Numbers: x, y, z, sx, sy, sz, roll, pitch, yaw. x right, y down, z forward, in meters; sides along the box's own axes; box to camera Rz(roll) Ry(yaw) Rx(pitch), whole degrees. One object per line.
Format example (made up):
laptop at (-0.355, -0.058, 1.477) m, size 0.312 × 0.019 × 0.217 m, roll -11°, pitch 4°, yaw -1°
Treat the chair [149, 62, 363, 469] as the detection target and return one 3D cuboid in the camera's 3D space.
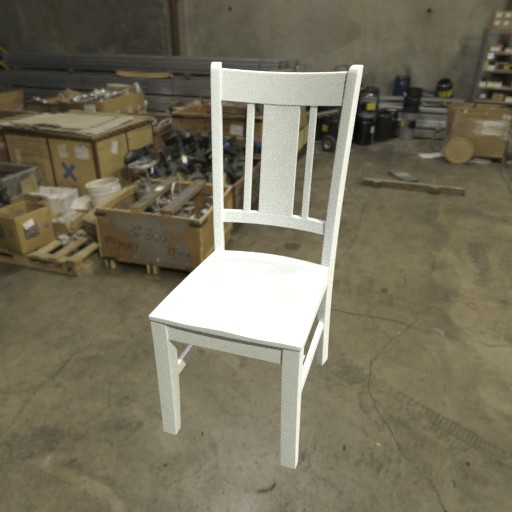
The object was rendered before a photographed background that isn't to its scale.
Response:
chair at (0.000, 0.000, 1.284) m, size 0.450 × 0.998 × 0.555 m, roll 9°, pitch 28°, yaw 16°
